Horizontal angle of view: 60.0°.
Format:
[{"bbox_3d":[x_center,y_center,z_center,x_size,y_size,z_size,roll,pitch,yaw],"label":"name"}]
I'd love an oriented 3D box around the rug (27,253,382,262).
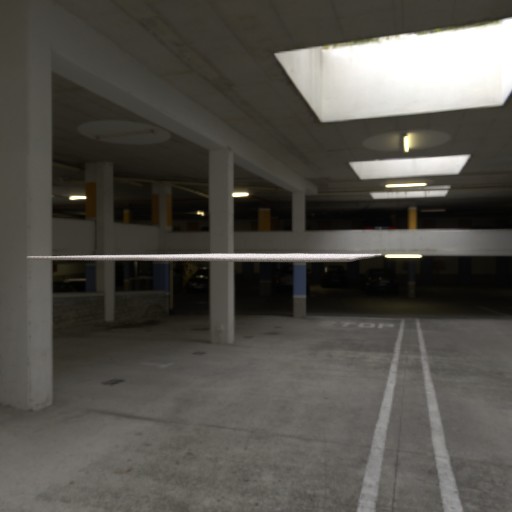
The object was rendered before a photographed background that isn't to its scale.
[{"bbox_3d":[0.000,0.000,3.090,1.575,0.023,2.459,0,1,19],"label":"rug"}]
